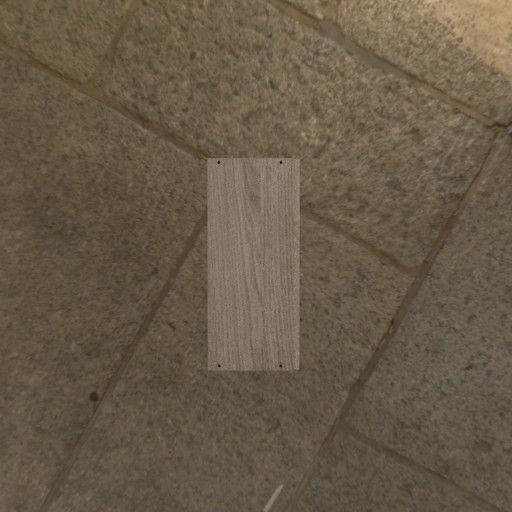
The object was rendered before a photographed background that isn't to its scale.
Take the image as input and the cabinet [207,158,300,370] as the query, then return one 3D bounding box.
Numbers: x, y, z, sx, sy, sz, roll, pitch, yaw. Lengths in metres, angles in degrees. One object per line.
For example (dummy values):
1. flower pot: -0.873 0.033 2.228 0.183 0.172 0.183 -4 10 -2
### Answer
1. cabinet: 0.000 0.000 1.938 0.230 1.790 0.500 0 91 0
